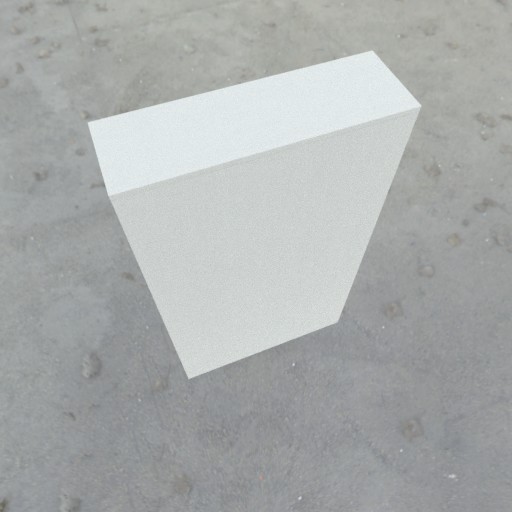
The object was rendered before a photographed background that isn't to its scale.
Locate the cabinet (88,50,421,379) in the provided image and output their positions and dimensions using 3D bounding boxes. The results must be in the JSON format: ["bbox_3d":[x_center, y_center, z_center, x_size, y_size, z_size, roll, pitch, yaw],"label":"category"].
[{"bbox_3d":[0.000,0.000,1.587,0.750,1.280,0.250,-19,60,-11],"label":"cabinet"}]
